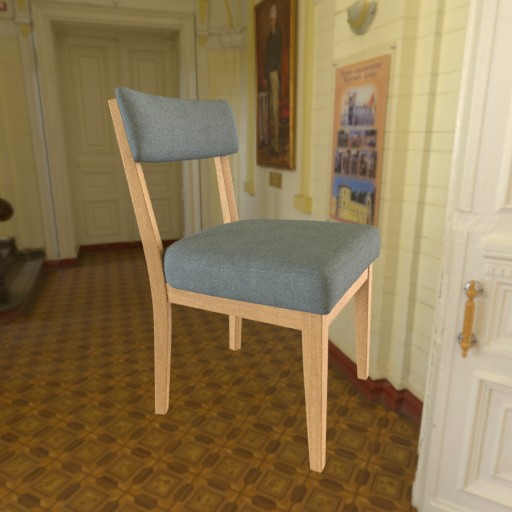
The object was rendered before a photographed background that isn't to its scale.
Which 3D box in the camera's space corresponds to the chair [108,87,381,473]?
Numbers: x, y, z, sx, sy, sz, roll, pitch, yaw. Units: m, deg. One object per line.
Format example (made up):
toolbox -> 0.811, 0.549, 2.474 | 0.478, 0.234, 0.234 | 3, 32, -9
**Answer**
chair -> 0.000, 0.000, 1.187 | 0.572, 0.832, 0.508 | 8, 17, 26
